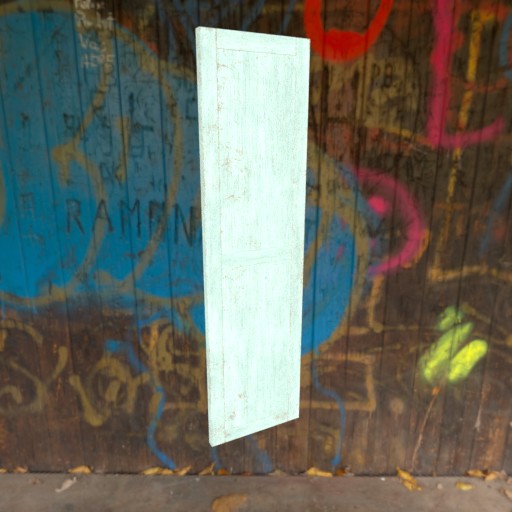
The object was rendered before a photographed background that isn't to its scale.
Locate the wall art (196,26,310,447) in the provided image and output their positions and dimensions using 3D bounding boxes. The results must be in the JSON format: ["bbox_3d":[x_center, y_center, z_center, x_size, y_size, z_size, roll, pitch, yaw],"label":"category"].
[{"bbox_3d":[0.000,0.000,1.336,0.329,1.219,0.025,-8,17,-27],"label":"wall art"}]
